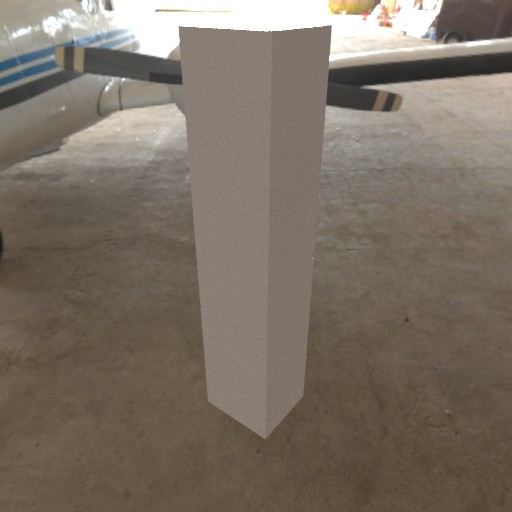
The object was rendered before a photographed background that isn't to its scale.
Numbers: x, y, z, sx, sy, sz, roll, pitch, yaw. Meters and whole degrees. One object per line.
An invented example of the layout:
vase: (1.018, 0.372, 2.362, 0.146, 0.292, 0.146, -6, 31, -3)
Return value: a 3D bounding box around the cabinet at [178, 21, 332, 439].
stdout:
cabinet: (0.000, 0.000, 1.512, 0.300, 1.400, 0.269, 22, 37, 32)
